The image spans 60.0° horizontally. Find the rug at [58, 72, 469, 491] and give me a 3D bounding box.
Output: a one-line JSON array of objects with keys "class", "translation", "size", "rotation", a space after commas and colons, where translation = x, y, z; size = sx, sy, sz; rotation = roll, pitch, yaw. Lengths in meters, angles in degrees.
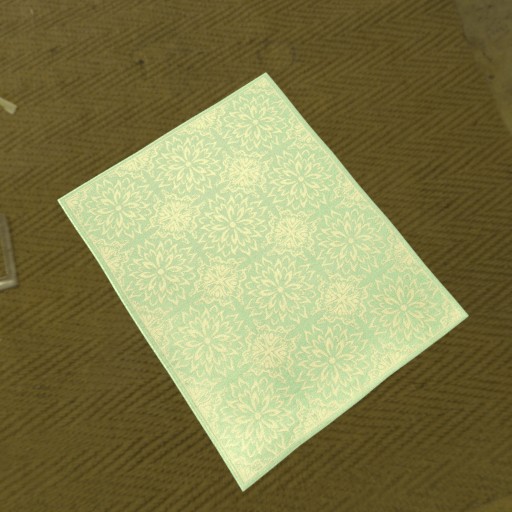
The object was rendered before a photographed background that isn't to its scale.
[{"class": "rug", "translation": [0.000, 0.000, 3.936], "size": [2.363, 0.012, 2.980], "rotation": [-34, 78, -9]}]
